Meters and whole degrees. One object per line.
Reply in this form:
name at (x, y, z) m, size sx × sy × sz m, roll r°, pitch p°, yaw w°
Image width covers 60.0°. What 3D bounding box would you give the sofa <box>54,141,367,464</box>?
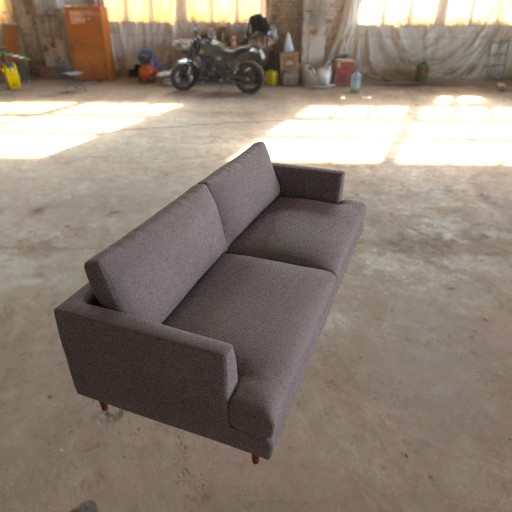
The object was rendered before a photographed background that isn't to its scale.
sofa at (0.000, 0.000, 2.745) m, size 1.020 × 0.868 × 2.250 m, roll 11°, pitch 32°, yaw 18°
